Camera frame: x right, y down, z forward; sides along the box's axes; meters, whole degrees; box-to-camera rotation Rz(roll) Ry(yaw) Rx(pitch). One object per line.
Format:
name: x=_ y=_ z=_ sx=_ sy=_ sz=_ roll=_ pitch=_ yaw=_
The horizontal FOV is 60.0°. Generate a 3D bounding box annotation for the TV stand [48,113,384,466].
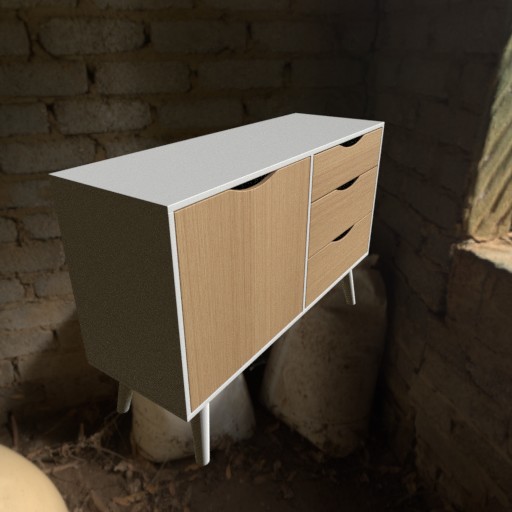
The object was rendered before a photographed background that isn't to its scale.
TV stand: x=0.000 y=0.000 z=1.595 sx=0.406 sy=0.812 sz=1.193 roll=17 pitch=31 yaw=31
